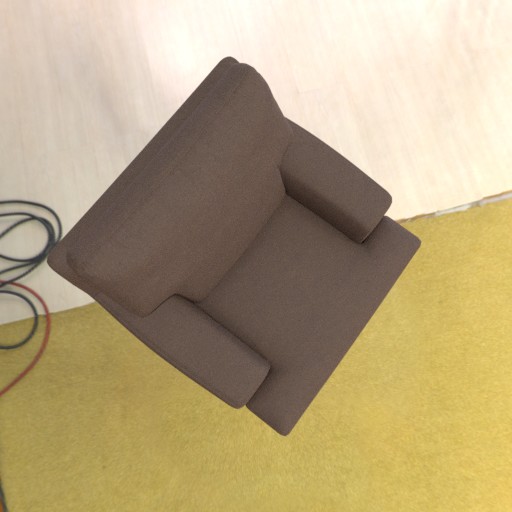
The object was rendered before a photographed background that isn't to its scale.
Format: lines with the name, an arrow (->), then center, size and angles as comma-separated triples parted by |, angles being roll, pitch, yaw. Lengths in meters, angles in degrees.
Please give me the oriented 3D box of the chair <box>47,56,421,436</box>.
chair -> 0.000, 0.000, 1.962 | 1.143, 0.940, 1.168 | 37, 80, 8
